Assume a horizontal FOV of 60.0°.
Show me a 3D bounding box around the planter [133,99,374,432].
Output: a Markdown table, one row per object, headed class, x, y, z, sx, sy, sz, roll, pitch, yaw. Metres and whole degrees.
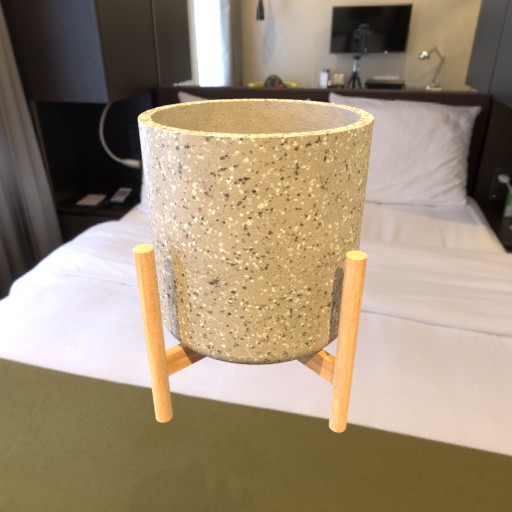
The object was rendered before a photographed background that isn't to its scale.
| class | x | y | z | sx | sy | sz | roll | pitch | yaw |
| --- | --- | --- | --- | --- | --- | --- | --- | --- | --- |
| planter | 0.000 | 0.000 | 0.677 | 0.360 | 0.419 | 0.360 | -8 | 28 | -16 |
